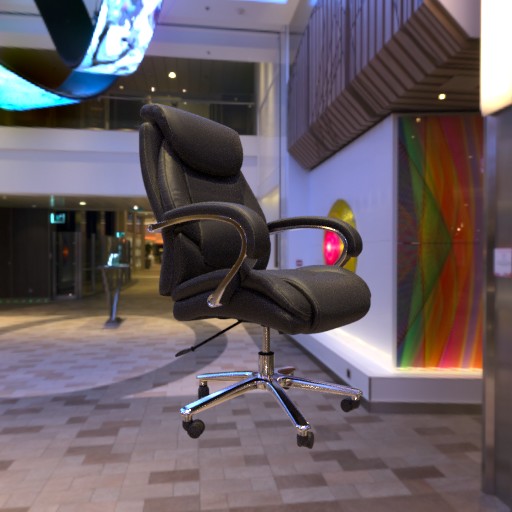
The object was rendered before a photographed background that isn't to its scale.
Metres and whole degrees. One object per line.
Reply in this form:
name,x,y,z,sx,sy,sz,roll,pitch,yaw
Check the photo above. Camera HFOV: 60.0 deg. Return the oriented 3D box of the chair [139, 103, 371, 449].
chair,0.000,0.000,1.691,0.790,1.183,0.755,0,1,36
